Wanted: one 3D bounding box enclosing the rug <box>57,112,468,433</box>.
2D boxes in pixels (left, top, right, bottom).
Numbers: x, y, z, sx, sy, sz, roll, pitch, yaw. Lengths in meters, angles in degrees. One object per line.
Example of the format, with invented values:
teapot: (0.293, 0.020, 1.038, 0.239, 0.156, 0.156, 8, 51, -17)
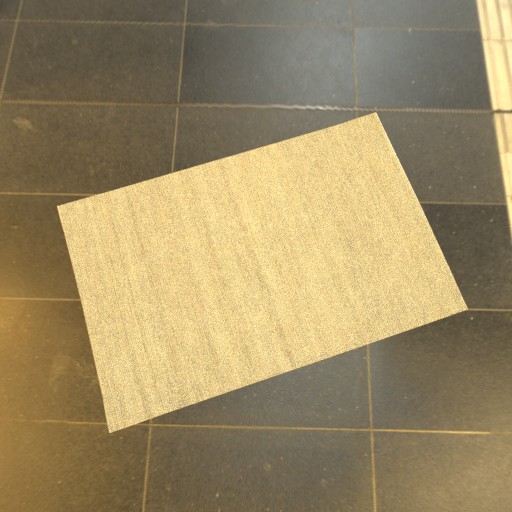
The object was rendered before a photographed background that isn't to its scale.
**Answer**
rug: (0.000, 0.000, 2.256, 1.820, 0.022, 1.179, -18, 74, -5)
